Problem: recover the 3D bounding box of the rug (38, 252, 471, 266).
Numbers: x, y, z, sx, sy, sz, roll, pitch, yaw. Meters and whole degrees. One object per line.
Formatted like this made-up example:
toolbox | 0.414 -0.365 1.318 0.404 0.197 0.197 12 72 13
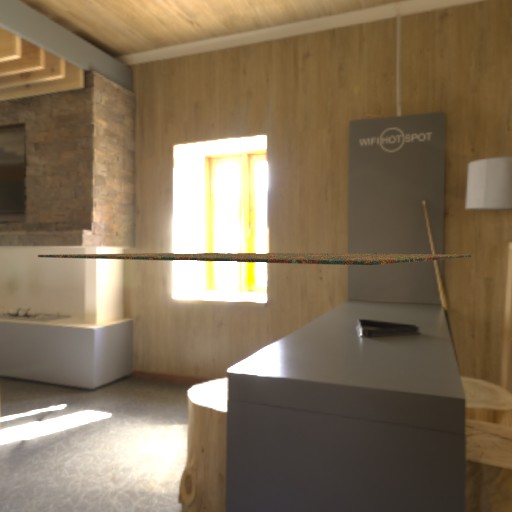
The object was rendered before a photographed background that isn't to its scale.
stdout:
rug | 0.000 0.000 4.103 3.204 0.025 2.434 1 1 36
